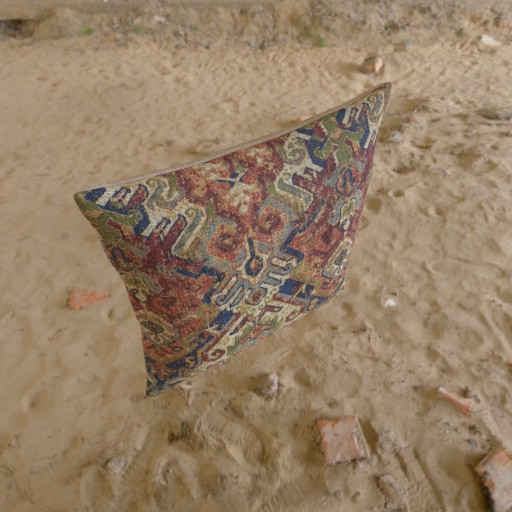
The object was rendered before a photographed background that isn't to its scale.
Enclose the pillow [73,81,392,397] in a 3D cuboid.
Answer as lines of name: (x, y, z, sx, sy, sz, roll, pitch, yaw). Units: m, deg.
pillow: (0.000, 0.000, 0.794, 0.523, 0.506, 0.166, -26, 52, -22)
